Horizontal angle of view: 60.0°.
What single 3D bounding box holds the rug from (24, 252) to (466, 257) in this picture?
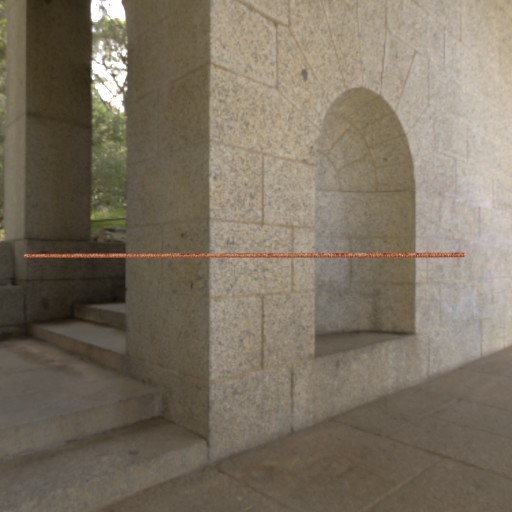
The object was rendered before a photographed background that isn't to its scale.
[{"bbox_3d":[0.000,0.000,2.317,1.829,0.016,1.219,0,0,17],"label":"rug"}]
